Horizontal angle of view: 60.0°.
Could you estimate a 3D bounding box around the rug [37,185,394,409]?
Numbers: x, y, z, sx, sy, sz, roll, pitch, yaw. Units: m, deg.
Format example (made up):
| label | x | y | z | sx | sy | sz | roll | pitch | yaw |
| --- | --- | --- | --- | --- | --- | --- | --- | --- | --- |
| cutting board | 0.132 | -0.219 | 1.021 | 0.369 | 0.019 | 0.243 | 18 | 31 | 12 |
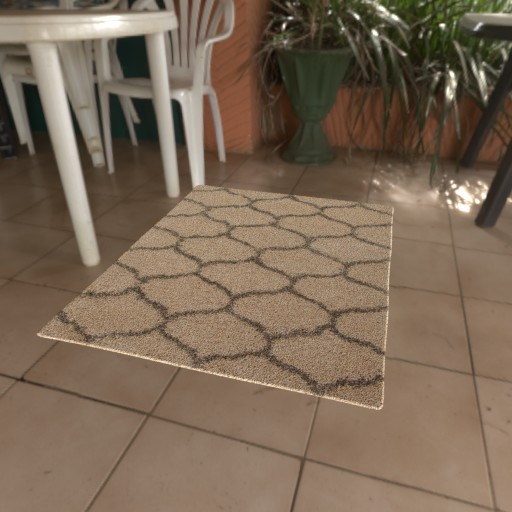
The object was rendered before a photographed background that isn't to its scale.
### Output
| label | x | y | z | sx | sy | sz | roll | pitch | yaw |
| --- | --- | --- | --- | --- | --- | --- | --- | --- | --- |
| rug | 0.000 | 0.000 | 4.098 | 2.399 | 0.026 | 3.000 | 8 | 31 | 14 |
